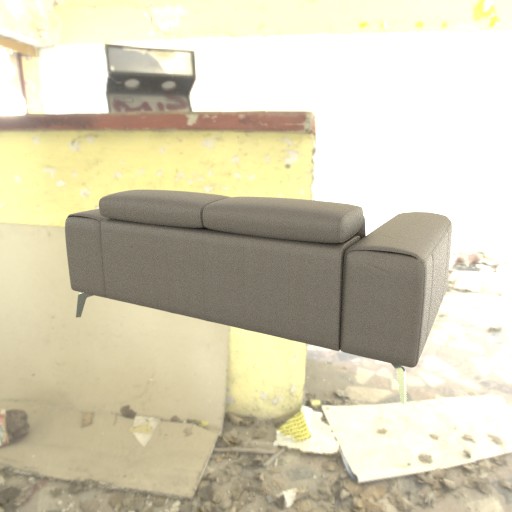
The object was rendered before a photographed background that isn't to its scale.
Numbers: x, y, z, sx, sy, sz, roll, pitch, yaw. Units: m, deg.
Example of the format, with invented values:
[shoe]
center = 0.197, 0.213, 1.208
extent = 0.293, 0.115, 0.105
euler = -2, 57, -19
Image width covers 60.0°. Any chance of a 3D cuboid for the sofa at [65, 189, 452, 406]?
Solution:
[sofa]
center = 0.000, 0.000, 2.496
extent = 1.930, 0.753, 1.024
euler = 8, 17, 28
